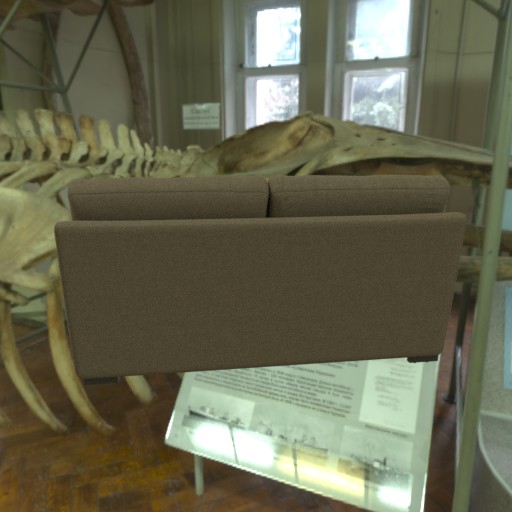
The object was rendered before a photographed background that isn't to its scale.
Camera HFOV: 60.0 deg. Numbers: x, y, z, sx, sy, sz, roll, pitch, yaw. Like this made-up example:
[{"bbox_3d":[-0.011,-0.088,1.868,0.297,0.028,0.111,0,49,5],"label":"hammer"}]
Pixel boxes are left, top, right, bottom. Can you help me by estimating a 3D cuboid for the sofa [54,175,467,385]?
[{"bbox_3d":[0.000,0.000,2.502,1.869,0.950,1.140,-2,15,-7],"label":"sofa"}]
